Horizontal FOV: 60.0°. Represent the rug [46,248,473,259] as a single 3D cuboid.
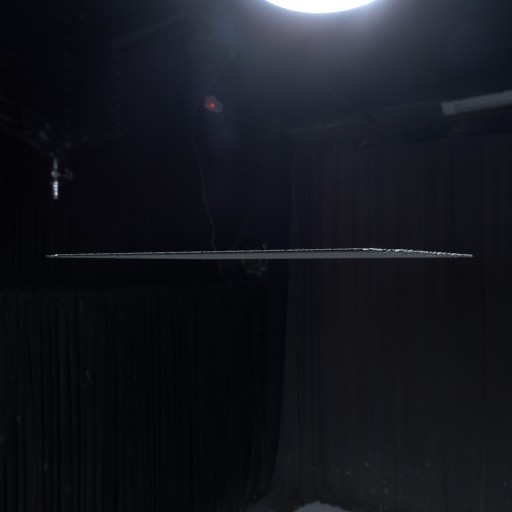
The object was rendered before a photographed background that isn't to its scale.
[{"bbox_3d":[0.000,0.000,2.293,1.872,0.013,1.243,-1,-1,36],"label":"rug"}]
